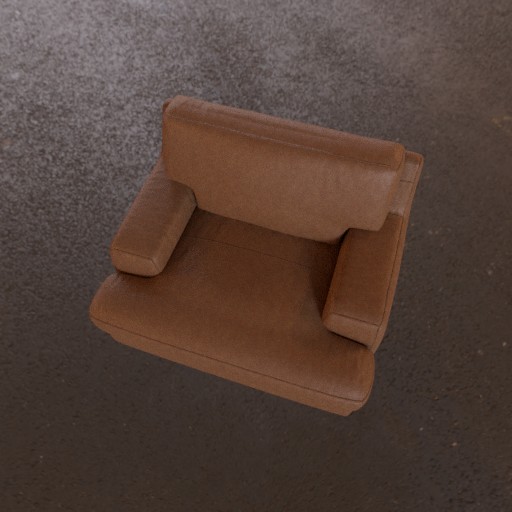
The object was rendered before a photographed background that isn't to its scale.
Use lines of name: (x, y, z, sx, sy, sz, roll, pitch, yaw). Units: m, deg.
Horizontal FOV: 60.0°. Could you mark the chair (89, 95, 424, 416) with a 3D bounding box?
chair: (0.000, 0.000, 2.034, 1.276, 0.978, 1.050, 16, 59, 9)
